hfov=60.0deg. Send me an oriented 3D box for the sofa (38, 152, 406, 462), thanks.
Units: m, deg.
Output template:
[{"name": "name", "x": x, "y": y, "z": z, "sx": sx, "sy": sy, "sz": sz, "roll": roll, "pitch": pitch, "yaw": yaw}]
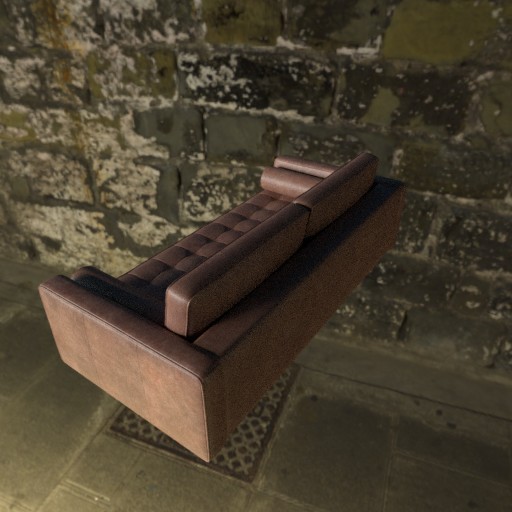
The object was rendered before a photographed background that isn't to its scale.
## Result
[{"name": "sofa", "x": 0.000, "y": 0.000, "z": 2.304, "sx": 0.910, "sy": 0.760, "sz": 1.870, "roll": 21, "pitch": 38, "yaw": 29}]
